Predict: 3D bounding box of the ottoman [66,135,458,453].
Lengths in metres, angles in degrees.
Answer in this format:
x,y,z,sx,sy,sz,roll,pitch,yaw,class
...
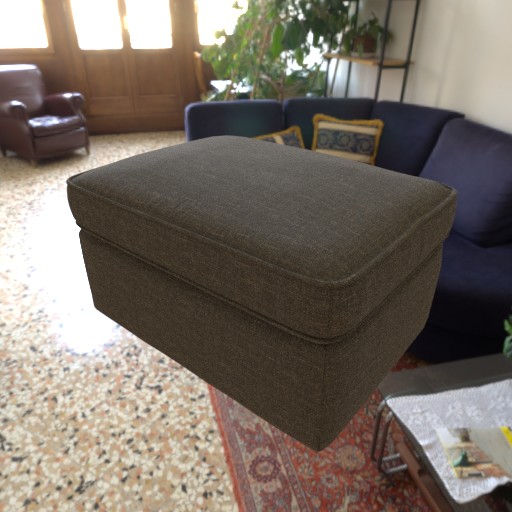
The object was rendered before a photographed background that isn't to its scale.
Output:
x,y,z,sx,sy,sz,roll,pitch,yaw,class
0.000,0.000,1.074,0.749,0.450,0.549,22,36,34,ottoman
